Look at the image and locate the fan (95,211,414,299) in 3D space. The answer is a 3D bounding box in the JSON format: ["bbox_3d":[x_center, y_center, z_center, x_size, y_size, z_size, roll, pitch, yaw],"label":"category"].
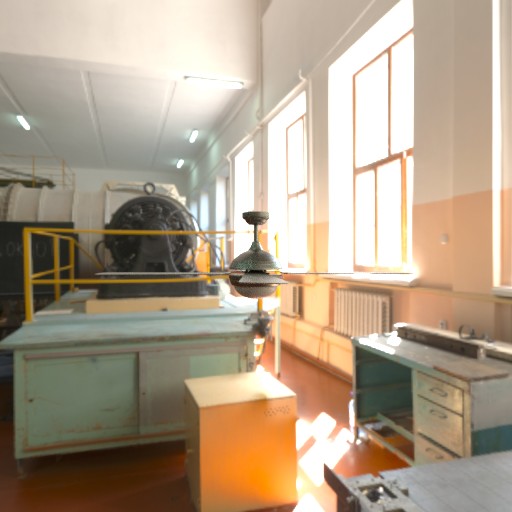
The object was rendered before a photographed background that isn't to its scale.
[{"bbox_3d":[0.000,0.000,1.955,1.321,0.381,1.321,0,0,19],"label":"fan"}]
